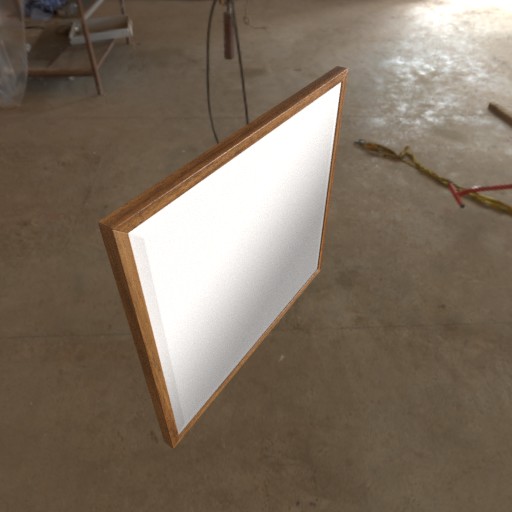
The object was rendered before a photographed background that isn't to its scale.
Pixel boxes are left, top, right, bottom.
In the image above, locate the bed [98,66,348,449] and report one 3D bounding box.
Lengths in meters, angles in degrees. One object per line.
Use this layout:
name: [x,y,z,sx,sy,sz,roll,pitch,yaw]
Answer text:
bed: [0.000,0.000,1.492,0.043,0.940,1.041,25,48,25]
